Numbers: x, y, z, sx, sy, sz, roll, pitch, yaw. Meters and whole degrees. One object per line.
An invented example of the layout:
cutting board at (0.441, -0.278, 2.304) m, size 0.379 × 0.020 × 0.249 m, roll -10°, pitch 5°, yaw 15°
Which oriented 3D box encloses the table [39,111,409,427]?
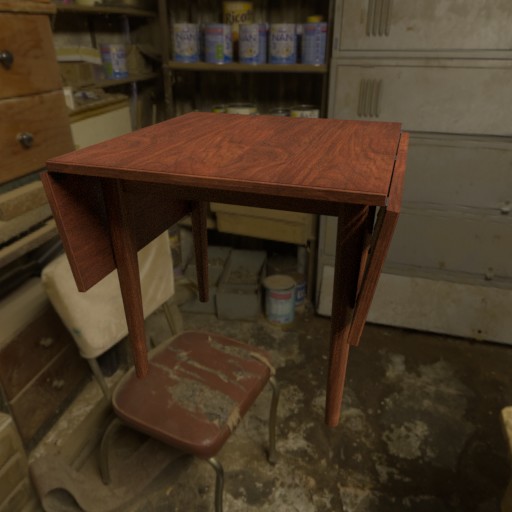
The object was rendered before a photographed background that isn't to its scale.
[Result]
table at (0.000, 0.000, 1.454) m, size 0.843 × 0.763 × 0.812 m, roll 8°, pitch 28°, yaw 16°
